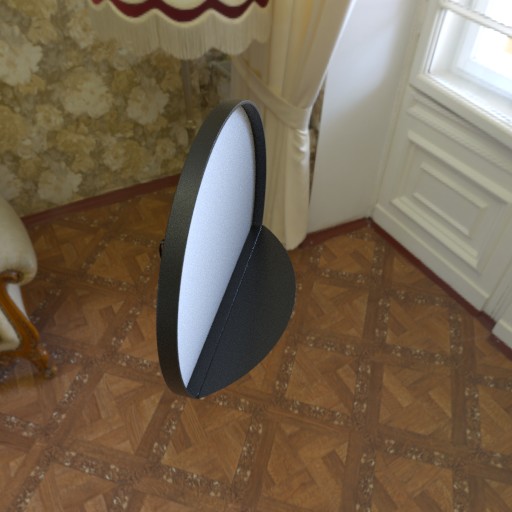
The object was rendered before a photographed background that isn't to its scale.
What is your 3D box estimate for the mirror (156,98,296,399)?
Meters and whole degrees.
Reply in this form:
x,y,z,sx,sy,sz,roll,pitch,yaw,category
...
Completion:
x,y,z,sx,sy,sz,roll,pitch,yaw,category
0.000,0.000,0.698,0.133,0.457,0.457,10,46,10,mirror
